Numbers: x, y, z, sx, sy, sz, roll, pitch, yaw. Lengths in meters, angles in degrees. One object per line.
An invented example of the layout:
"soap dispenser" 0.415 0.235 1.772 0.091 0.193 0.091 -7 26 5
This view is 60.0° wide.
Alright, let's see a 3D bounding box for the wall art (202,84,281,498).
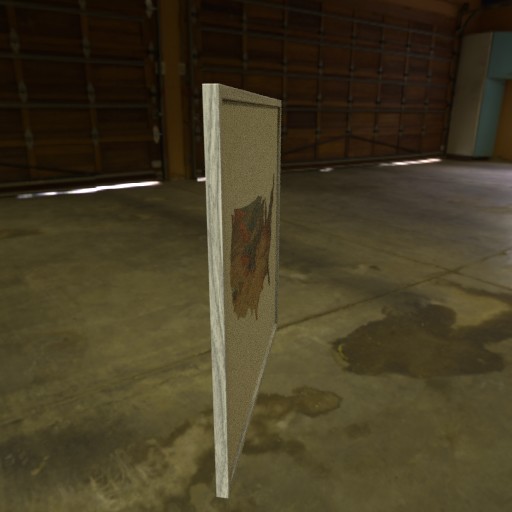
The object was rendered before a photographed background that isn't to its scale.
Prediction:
"wall art" 0.000 0.000 0.743 0.016 0.507 0.508 3 18 9
